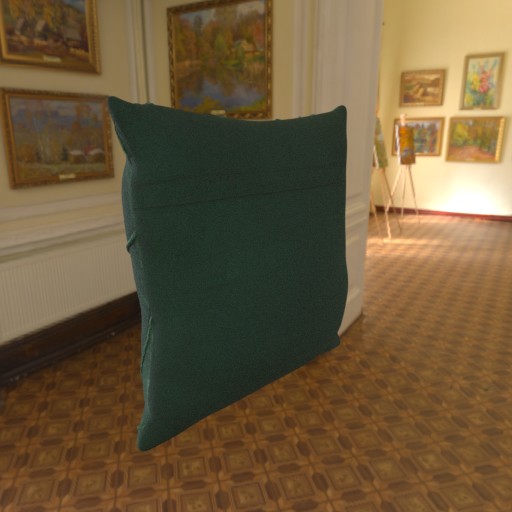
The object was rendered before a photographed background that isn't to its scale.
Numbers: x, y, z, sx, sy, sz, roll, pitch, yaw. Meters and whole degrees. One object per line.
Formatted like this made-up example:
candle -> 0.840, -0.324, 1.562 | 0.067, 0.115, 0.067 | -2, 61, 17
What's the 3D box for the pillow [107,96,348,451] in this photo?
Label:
pillow -> 0.000, 0.000, 0.659 | 0.184, 0.440, 0.439 | 15, 22, 42
